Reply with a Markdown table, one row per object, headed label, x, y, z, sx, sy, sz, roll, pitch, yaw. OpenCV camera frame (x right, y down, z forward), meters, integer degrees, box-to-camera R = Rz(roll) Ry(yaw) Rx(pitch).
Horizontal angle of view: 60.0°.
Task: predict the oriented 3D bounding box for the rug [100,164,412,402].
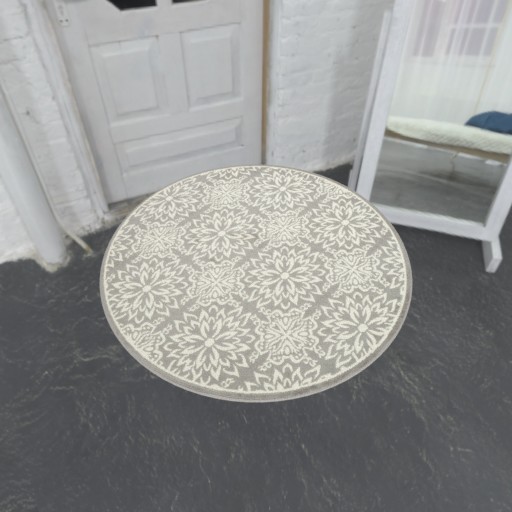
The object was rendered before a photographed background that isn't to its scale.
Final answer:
| label | x | y | z | sx | sy | sz | roll | pitch | yaw |
| --- | --- | --- | --- | --- | --- | --- | --- | --- | --- |
| rug | 0.000 | 0.000 | 2.320 | 1.593 | 0.012 | 1.593 | 0 | 48 | 0 |
